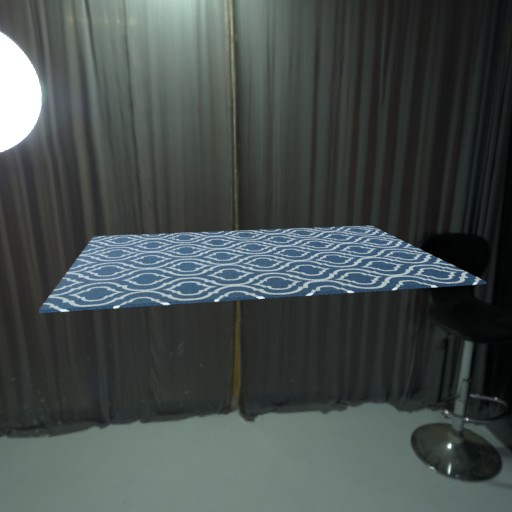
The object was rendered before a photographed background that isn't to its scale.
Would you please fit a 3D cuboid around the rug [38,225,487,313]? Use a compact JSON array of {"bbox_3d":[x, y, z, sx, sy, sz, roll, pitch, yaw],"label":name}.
[{"bbox_3d":[0.000,0.000,2.236,1.753,0.010,1.143,-3,16,-10],"label":"rug"}]
